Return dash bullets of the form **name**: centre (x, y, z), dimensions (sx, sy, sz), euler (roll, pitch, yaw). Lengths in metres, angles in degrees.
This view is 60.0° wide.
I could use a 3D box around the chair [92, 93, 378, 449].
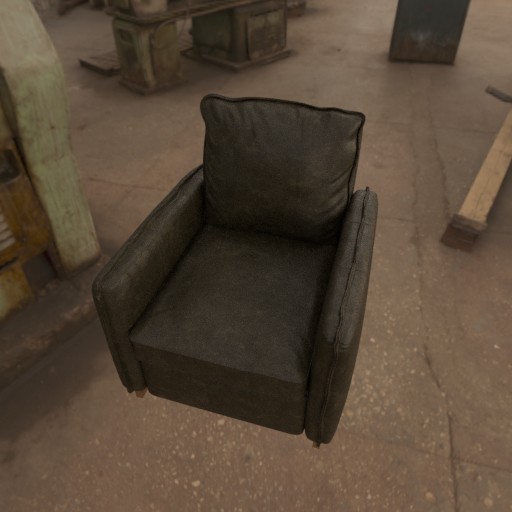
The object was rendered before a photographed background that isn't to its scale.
- **chair**: centre (0.000, 0.000, 1.617), dimensions (0.830, 0.921, 0.921), euler (11, 41, 13)
